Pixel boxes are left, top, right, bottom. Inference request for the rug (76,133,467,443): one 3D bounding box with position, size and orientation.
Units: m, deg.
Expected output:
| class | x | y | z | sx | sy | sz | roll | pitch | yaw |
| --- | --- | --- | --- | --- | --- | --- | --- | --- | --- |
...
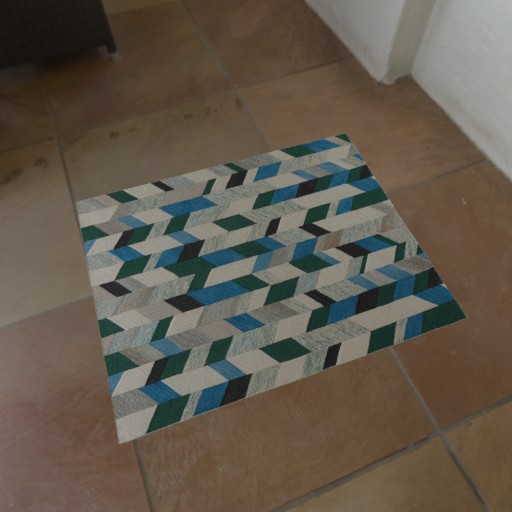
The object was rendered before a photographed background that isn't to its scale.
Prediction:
| class | x | y | z | sx | sy | sz | roll | pitch | yaw |
| --- | --- | --- | --- | --- | --- | --- | --- | --- | --- |
| rug | 0.000 | 0.000 | 4.179 | 3.036 | 0.008 | 2.440 | -17 | 60 | -10 |
